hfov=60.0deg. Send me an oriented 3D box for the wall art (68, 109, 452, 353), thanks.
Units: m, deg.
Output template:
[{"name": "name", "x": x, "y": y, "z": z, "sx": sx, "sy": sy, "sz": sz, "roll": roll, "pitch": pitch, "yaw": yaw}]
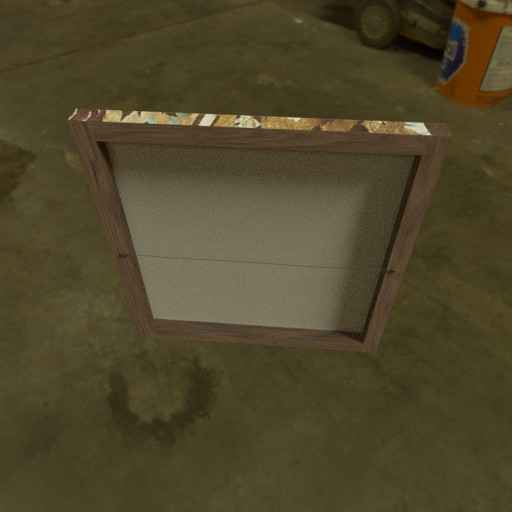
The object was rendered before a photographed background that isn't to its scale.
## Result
[{"name": "wall art", "x": 0.000, "y": 0.000, "z": 0.930, "sx": 0.609, "sy": 0.613, "sz": 0.041, "roll": 3, "pitch": 46, "yaw": 3}]
